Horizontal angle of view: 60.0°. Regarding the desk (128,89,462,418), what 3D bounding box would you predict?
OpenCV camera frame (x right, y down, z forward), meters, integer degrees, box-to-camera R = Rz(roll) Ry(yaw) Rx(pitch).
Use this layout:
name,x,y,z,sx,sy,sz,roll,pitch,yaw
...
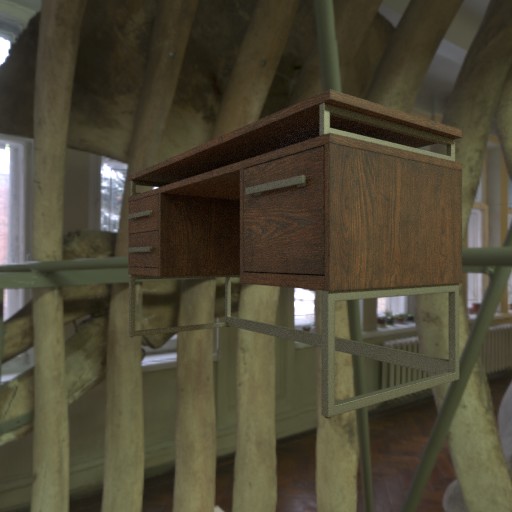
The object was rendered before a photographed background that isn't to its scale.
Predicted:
name,x,y,z,sx,sy,sz,roll,pitch,yaw
desk,0.000,0.000,1.782,0.610,0.792,1.384,0,0,-36
